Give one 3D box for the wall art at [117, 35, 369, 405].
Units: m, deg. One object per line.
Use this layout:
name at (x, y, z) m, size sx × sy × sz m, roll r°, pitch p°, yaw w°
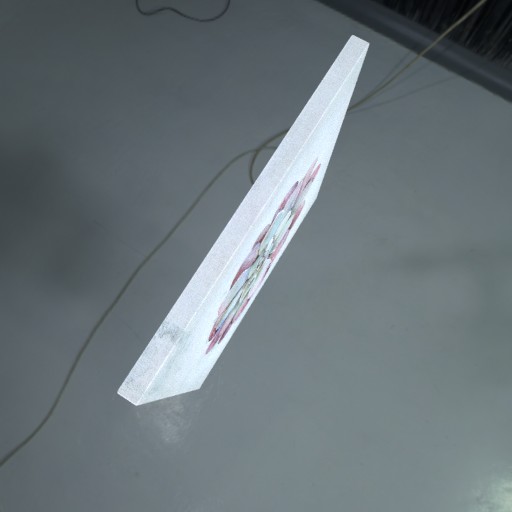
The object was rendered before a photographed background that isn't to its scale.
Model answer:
wall art at (0.000, 0.000, 1.124) m, size 0.041 × 0.762 × 0.762 m, roll 30°, pitch 77°, yaw 8°
